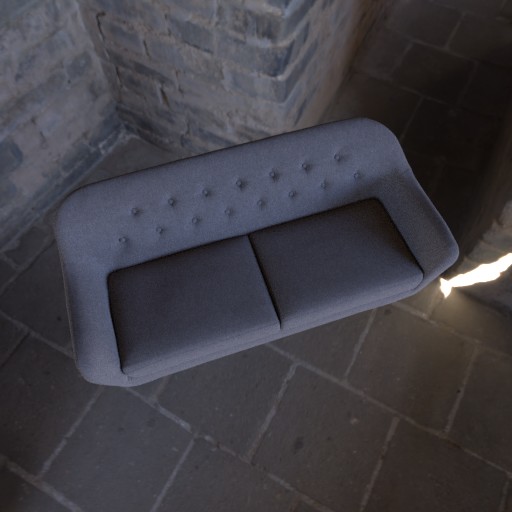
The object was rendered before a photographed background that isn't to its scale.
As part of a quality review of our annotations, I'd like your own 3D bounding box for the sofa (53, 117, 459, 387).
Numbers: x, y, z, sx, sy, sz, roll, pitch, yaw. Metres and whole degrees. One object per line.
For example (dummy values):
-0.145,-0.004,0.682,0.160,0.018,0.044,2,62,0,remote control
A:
0.000,0.000,2.284,1.840,0.820,0.820,-16,64,-8,sofa
